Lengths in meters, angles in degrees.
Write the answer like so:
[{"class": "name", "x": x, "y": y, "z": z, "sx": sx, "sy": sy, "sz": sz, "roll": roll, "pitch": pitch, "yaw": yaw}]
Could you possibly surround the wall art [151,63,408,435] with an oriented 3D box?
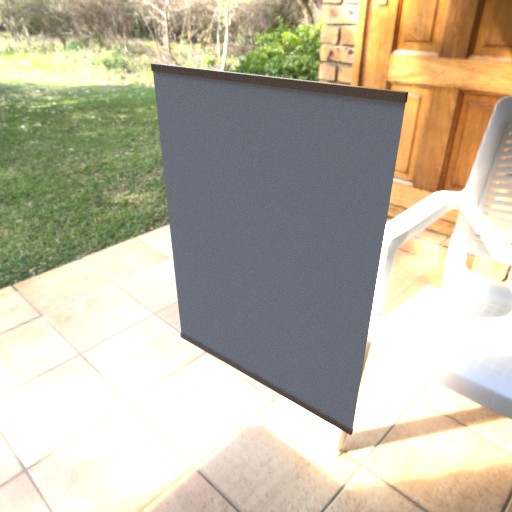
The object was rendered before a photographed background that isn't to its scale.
[{"class": "wall art", "x": 0.000, "y": 0.000, "z": 1.333, "sx": 0.758, "sy": 1.016, "sz": 0.013, "roll": 21, "pitch": 36, "yaw": 32}]
